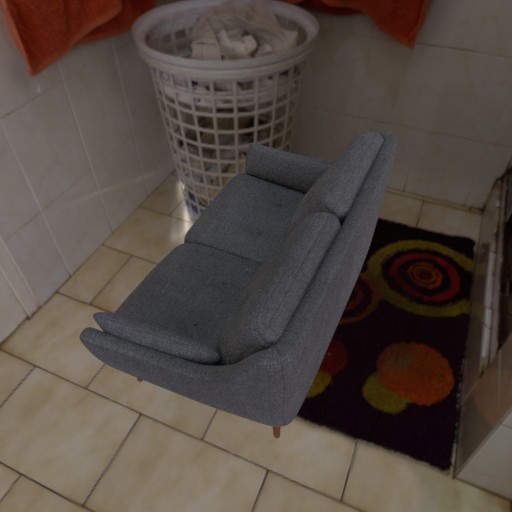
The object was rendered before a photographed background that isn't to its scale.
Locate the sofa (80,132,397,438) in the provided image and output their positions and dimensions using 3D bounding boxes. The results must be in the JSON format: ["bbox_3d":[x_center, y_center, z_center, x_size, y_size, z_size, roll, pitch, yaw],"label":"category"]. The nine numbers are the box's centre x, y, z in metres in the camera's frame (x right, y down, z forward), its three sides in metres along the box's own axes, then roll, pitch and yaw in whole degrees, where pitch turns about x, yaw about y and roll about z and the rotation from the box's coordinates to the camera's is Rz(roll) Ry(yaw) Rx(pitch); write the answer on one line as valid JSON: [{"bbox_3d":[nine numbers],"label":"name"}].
[{"bbox_3d":[0.000,0.000,2.277,0.976,0.887,1.646,19,49,18],"label":"sofa"}]
